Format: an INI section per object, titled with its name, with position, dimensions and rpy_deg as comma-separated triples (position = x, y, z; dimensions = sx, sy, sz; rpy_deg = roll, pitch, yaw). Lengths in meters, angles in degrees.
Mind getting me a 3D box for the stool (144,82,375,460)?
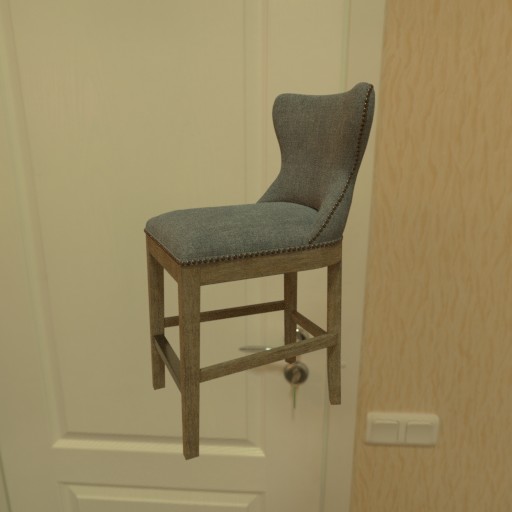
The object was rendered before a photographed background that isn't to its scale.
[stool]
position = 0.000, 0.000, 1.364
dimensions = 0.608, 0.981, 0.498
rpy_deg = -7, 18, -24
